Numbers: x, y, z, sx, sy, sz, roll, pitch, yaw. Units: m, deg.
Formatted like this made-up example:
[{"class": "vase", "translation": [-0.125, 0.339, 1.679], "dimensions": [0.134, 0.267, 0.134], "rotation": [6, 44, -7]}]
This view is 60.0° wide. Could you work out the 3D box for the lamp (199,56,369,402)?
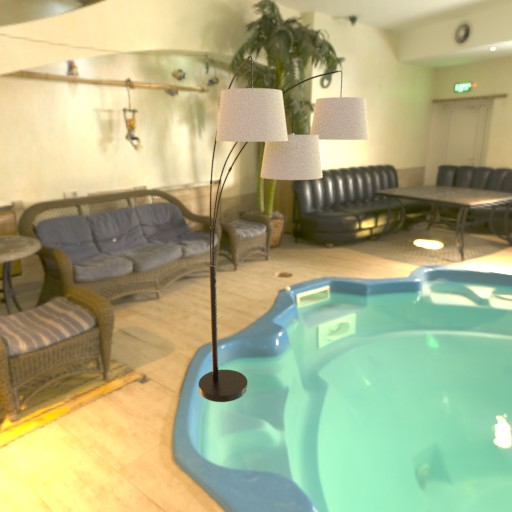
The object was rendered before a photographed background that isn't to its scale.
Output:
[{"class": "lamp", "translation": [0.000, 0.000, 2.502], "dimensions": [0.951, 1.950, 0.924], "rotation": [-15, 21, -42]}]
